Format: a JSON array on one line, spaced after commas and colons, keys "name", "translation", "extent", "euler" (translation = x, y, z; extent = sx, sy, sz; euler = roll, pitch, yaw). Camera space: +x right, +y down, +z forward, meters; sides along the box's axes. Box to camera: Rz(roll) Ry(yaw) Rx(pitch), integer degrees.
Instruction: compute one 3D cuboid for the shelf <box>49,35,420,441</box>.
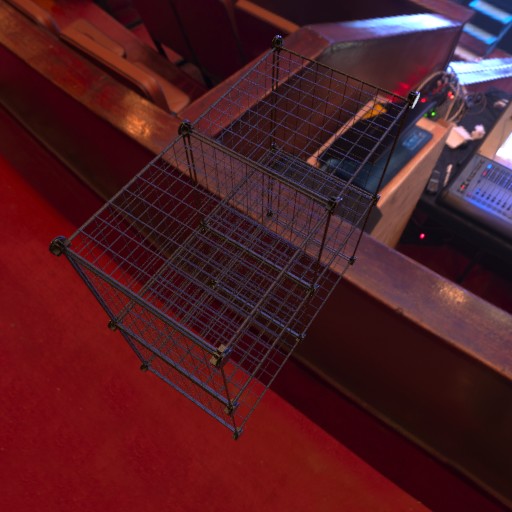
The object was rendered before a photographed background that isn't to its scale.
[{"name": "shelf", "translation": [0.000, 0.000, 1.136], "extent": [0.356, 0.711, 0.711], "euler": [30, 64, 17]}]
